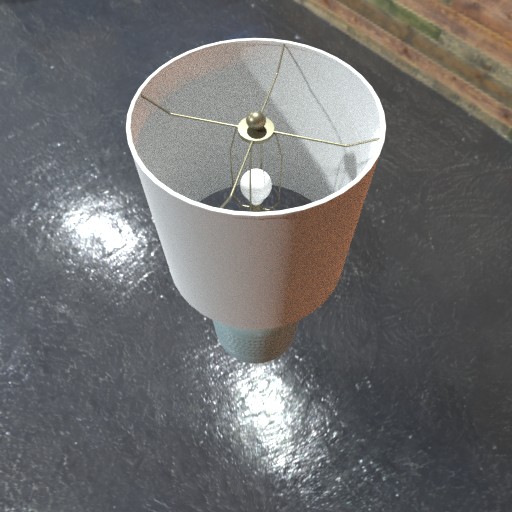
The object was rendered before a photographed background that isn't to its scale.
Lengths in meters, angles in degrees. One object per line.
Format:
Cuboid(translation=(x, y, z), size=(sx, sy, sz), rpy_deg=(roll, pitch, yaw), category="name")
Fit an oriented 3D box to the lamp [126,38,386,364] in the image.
Cuboid(translation=(0.000, 0.000, 1.088), size=(0.418, 0.871, 0.418), rpy_deg=(-32, 63, -18), category="lamp")
